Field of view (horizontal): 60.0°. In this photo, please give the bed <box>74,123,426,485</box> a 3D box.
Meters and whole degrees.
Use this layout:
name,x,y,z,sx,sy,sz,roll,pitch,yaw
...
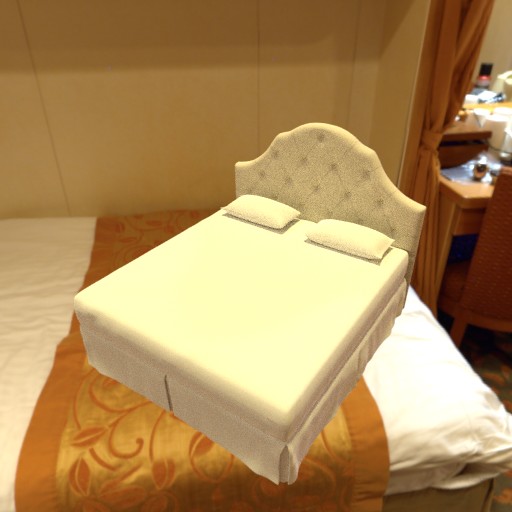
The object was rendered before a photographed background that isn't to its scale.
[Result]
name,x,y,z,sx,sy,sz,roll,pitch,yaw
bed,0.000,0.000,3.541,2.008,1.615,2.214,20,37,29
